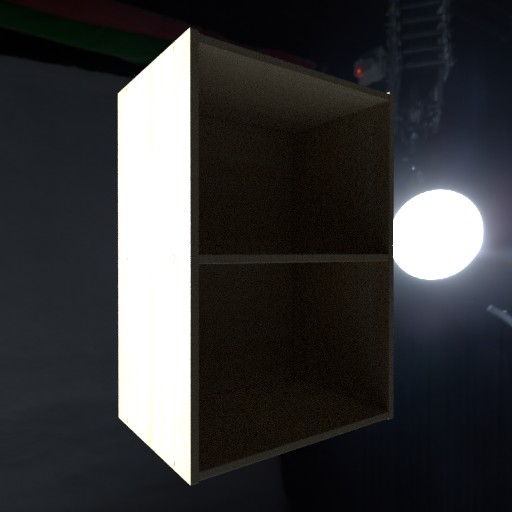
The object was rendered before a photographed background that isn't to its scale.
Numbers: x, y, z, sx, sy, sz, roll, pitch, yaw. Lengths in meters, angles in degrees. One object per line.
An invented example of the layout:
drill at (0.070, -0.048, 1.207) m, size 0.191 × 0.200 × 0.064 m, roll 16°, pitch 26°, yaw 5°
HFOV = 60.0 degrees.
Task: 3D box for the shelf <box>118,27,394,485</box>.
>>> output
shelf at (0.000, 0.000, 0.808) m, size 0.414 × 0.592 × 0.290 m, roll 0°, pitch 1°, yaw -35°
